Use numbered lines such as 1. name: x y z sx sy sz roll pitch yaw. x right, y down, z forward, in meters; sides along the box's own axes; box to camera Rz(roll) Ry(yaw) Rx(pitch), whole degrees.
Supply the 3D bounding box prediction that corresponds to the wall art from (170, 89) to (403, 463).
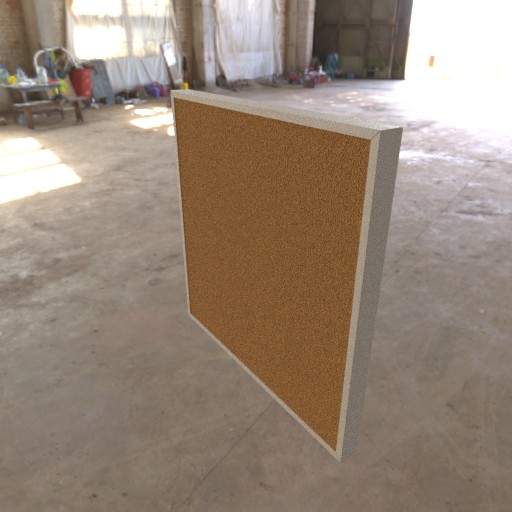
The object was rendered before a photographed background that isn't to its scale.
1. wall art: 0.000 0.000 0.775 0.037 0.508 0.508 -17 31 -31
